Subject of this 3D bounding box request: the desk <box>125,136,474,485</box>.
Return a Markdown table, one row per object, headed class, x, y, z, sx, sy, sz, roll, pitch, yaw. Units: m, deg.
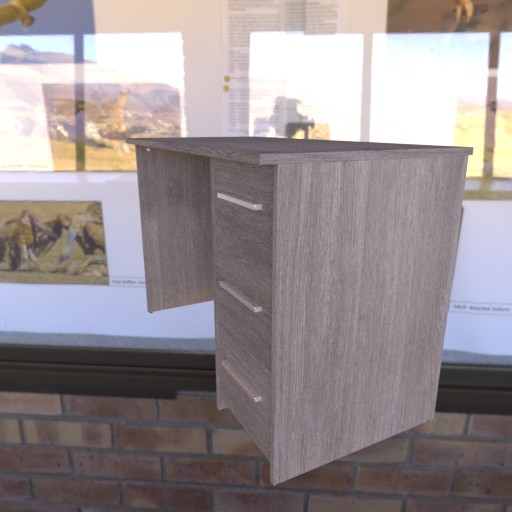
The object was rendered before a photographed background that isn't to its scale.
| class | x | y | z | sx | sy | sz | roll | pitch | yaw |
| --- | --- | --- | --- | --- | --- | --- | --- | --- | --- |
| desk | 0.000 | 0.000 | 1.468 | 0.560 | 0.735 | 1.097 | -8 | 18 | -27 |
